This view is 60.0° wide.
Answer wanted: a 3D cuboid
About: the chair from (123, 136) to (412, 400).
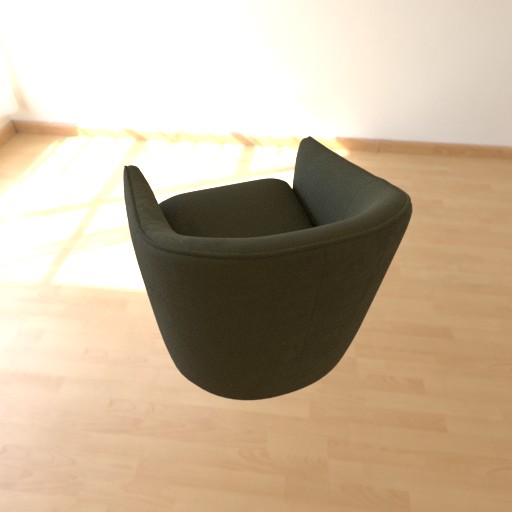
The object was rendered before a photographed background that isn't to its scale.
[{"bbox_3d":[0.000,0.000,1.452,0.747,0.799,0.875,-13,43,-14],"label":"chair"}]
